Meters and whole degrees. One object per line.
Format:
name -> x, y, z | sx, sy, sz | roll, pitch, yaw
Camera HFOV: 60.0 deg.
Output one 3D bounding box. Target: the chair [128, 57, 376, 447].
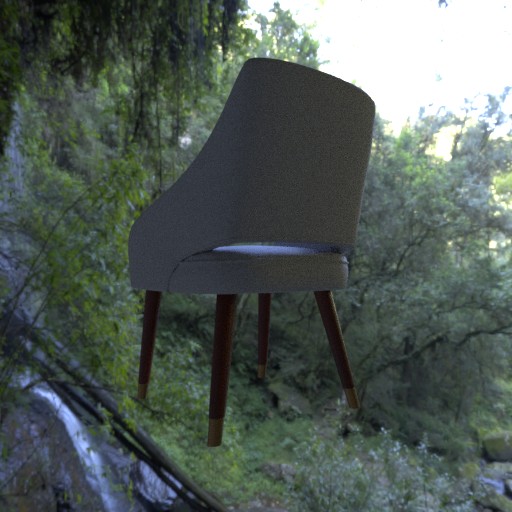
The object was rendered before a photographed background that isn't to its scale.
chair -> 0.000, 0.000, 1.310 | 0.609, 0.889, 0.600 | 1, -2, -36
